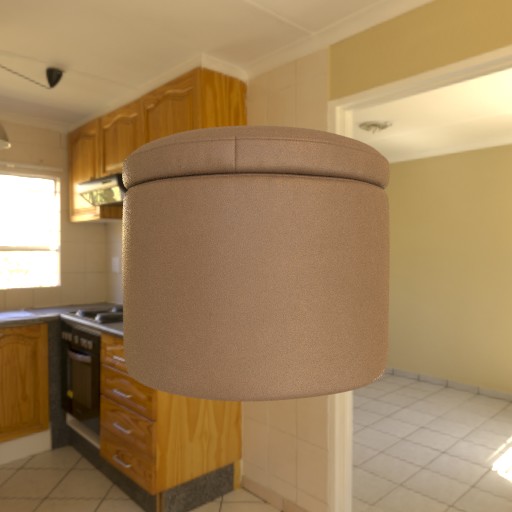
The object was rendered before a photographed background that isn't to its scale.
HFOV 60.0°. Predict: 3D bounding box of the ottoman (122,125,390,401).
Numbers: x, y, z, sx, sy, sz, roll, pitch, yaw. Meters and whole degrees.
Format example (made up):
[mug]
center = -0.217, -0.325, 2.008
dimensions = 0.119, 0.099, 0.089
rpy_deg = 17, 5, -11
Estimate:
[ottoman]
center = 0.000, 0.000, 0.865
dimensions = 0.500, 0.409, 0.500
rpy_deg = 0, 1, 0
